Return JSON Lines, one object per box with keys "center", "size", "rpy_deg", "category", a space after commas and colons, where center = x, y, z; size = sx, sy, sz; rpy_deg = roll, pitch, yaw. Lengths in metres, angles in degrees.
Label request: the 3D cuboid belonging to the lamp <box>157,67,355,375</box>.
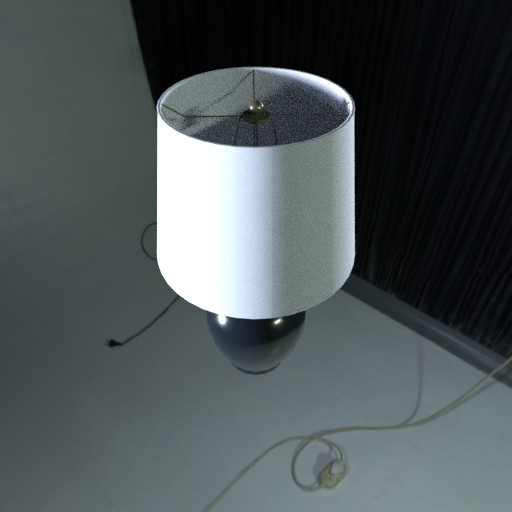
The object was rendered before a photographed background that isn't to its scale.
{"center": [0.000, 0.000, 0.558], "size": [0.239, 0.399, 0.239], "rpy_deg": [0, 42, 0], "category": "lamp"}
